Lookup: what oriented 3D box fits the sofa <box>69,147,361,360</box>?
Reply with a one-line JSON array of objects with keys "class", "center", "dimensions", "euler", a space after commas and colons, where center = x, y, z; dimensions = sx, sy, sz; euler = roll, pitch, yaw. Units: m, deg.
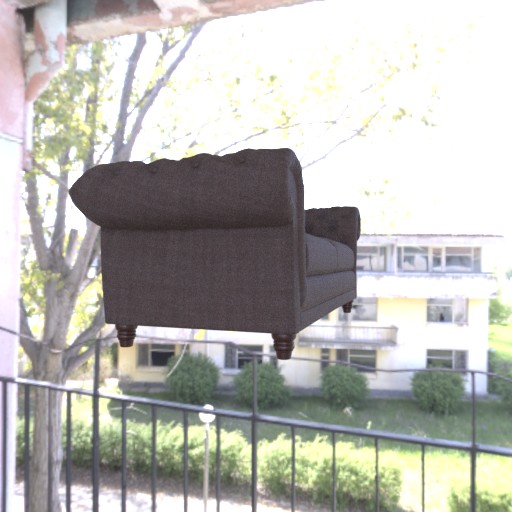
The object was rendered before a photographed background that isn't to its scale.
[{"class": "sofa", "center": [0.000, 0.000, 2.519], "dimensions": [0.944, 0.780, 2.048], "euler": [0, -1, 20]}]
